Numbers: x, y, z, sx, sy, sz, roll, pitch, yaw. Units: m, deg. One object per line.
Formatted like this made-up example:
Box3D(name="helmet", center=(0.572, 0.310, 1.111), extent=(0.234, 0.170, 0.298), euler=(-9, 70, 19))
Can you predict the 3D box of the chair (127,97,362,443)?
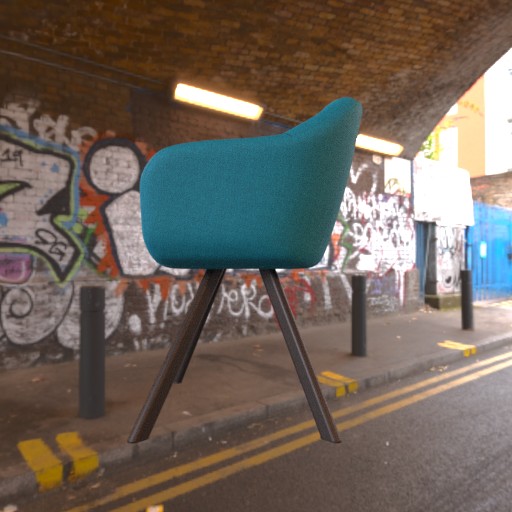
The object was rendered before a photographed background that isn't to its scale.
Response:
Box3D(name="chair", center=(0.000, 0.000, 1.185), extent=(0.550, 0.795, 0.590), euler=(0, 0, 0))
